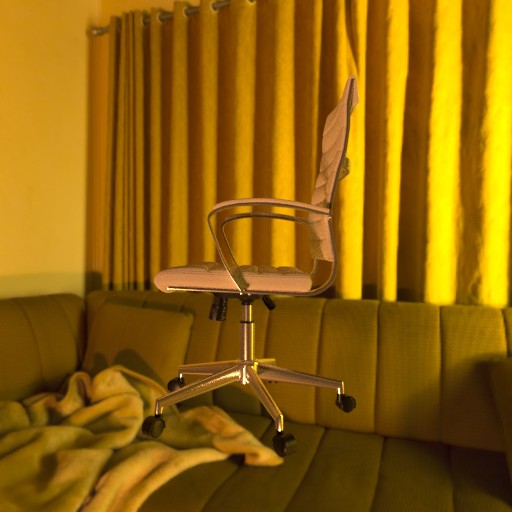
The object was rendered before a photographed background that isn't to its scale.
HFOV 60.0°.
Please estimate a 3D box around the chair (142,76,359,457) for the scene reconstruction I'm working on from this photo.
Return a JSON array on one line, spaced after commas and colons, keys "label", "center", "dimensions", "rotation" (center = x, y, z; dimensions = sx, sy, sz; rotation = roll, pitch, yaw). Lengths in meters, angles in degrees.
[{"label": "chair", "center": [0.000, 0.000, 1.628], "dimensions": [0.739, 1.149, 0.766], "rotation": [0, 1, 0]}]
